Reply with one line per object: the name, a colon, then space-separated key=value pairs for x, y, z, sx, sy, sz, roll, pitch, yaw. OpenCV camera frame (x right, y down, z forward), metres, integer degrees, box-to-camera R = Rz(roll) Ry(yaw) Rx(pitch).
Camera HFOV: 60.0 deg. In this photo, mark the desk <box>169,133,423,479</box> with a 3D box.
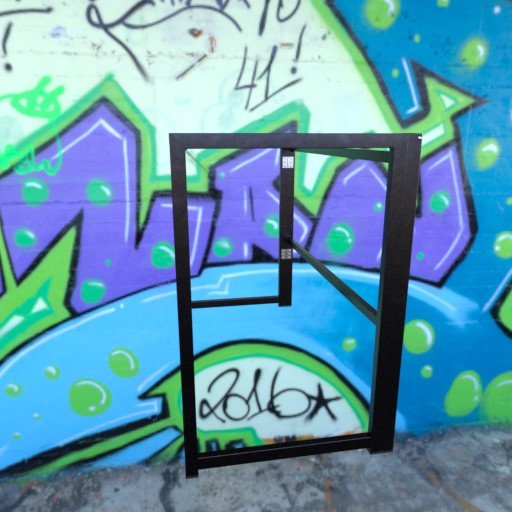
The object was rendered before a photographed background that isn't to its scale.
desk: x=0.000 y=0.000 z=1.436 sx=0.508 sy=0.762 sz=1.016 roll=-3 pitch=15 yaw=-10
